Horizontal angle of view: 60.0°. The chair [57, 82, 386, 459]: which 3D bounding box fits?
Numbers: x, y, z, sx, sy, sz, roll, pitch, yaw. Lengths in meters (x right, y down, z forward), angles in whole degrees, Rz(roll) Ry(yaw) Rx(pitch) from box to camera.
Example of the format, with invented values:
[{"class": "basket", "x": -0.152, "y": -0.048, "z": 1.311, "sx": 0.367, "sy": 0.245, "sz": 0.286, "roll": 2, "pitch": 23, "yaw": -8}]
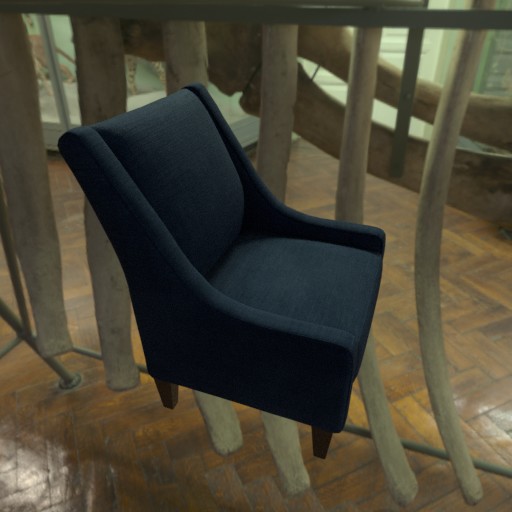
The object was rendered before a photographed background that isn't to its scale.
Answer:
[{"class": "chair", "x": 0.000, "y": 0.000, "z": 1.589, "sx": 0.870, "sy": 1.014, "sz": 0.774, "roll": 11, "pitch": 33, "yaw": 17}]
